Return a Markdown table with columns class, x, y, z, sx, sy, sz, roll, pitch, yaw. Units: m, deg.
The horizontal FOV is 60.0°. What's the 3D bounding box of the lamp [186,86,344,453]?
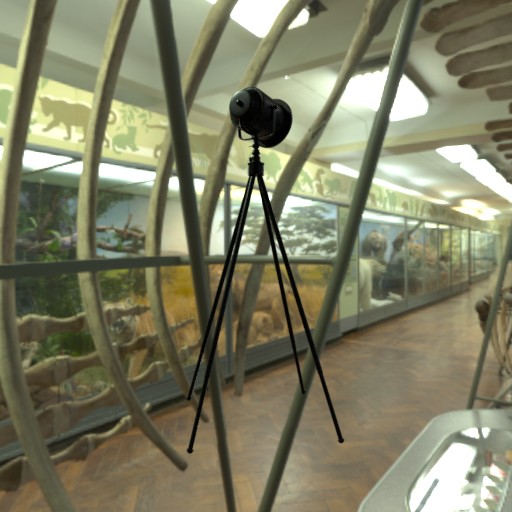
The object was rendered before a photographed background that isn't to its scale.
| class | x | y | z | sx | sy | sz | roll | pitch | yaw |
| --- | --- | --- | --- | --- | --- | --- | --- | --- | --- |
| lamp | 0.000 | 0.000 | 2.033 | 0.879 | 1.504 | 0.884 | 1 | 1 | 36 |
